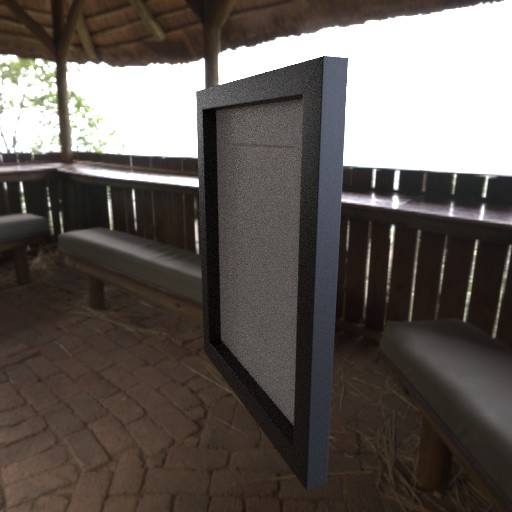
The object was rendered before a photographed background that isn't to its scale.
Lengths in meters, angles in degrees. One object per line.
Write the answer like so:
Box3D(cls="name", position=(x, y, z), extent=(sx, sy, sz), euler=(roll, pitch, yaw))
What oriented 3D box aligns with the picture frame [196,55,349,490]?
Box3D(cls="picture frame", position=(0.000, 0.000, 0.513), extent=(0.036, 0.383, 0.307), euler=(-7, 17, -24))
